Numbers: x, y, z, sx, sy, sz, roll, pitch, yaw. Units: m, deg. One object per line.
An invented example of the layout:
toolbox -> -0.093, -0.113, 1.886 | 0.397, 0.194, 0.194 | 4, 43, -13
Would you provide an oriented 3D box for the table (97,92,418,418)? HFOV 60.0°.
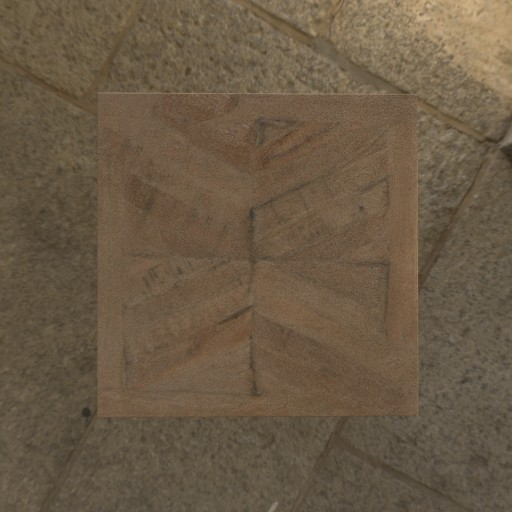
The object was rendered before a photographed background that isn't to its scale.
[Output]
table -> 0.000, 0.000, 0.954 | 0.498, 0.550, 0.499 | 0, 90, -1
